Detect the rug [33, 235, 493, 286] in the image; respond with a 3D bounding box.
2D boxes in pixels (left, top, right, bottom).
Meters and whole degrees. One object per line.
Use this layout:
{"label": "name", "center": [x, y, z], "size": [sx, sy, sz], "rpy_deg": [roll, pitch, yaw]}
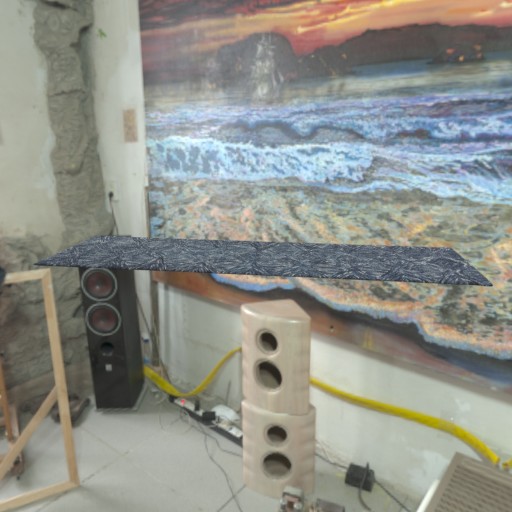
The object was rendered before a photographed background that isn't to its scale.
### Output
{"label": "rug", "center": [0.000, 0.000, 2.520], "size": [2.306, 0.013, 0.719], "rpy_deg": [2, 15, 8]}
